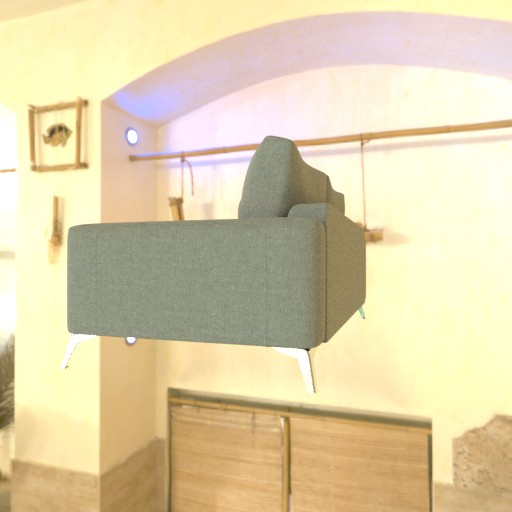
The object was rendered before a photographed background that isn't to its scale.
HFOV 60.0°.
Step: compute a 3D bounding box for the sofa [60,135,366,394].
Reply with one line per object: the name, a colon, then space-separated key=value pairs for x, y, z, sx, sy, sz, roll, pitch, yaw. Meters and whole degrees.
sofa: x=0.000 y=0.000 z=2.154 sx=0.920 sy=0.790 sz=1.650 roll=0 pitch=-1 yaw=19
